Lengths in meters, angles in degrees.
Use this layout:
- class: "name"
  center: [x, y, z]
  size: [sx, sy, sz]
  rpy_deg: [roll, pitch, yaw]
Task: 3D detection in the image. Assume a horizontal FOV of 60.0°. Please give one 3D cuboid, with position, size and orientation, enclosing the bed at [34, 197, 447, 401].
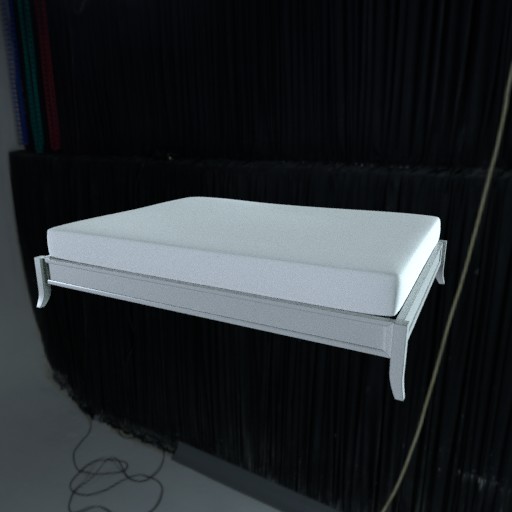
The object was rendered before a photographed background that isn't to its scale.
- class: "bed"
  center: [0.000, 0.000, 2.787]
  size: [2.108, 0.510, 1.604]
  rpy_deg: [8, 17, 26]
